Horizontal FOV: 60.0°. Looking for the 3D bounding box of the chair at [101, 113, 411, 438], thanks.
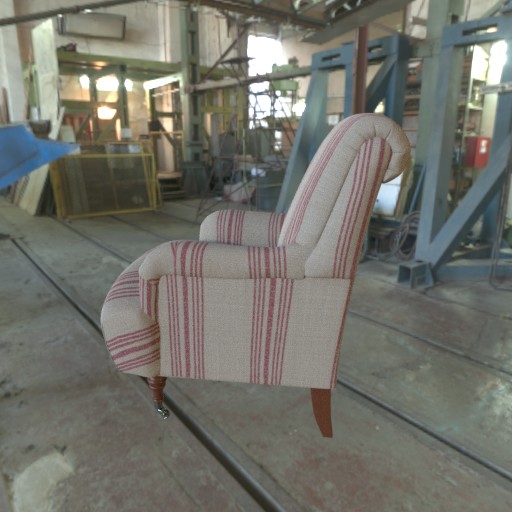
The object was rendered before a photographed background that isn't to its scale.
[{"bbox_3d":[0.000,0.000,1.858,1.058,1.123,0.933,2,15,8],"label":"chair"}]
